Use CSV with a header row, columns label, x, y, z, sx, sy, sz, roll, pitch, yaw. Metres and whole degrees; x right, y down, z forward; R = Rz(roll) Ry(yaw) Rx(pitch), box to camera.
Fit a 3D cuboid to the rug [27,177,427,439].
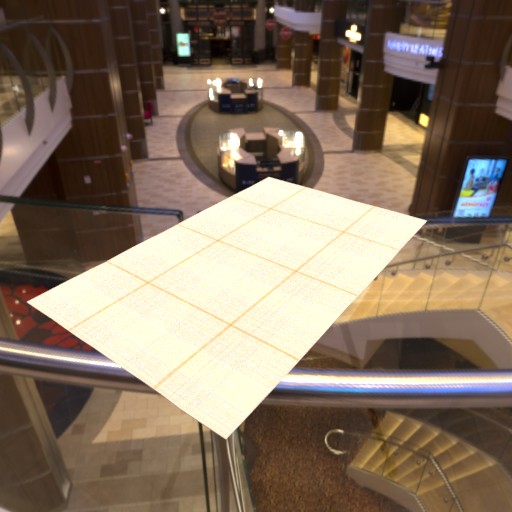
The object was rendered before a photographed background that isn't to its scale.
label,x,y,z,sx,sy,sz,roll,pitch,yaw
rug,0.000,0.000,3.036,1.527,0.016,2.442,22,38,31
